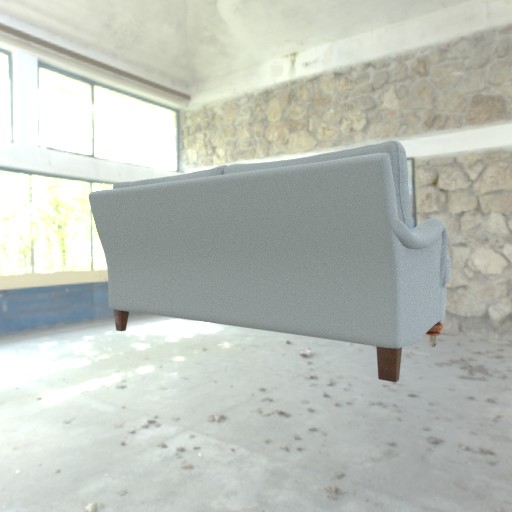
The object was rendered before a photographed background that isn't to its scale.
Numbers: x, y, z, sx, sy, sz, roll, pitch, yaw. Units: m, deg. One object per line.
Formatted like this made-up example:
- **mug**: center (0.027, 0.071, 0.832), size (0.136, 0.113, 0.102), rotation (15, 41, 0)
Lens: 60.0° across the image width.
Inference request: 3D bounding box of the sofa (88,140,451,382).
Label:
- **sofa**: center (0.000, 0.000, 2.859), size (2.193, 1.096, 1.069), rotation (1, 1, 37)
